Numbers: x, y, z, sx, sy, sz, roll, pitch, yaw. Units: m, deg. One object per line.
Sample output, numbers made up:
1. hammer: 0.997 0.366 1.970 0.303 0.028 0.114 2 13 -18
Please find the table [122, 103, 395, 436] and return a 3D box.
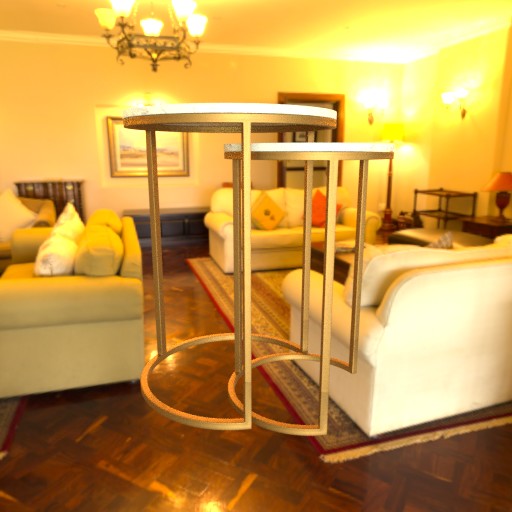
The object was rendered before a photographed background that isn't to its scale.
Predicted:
1. table: 0.000 0.000 0.893 0.507 0.550 0.400 6 15 24
